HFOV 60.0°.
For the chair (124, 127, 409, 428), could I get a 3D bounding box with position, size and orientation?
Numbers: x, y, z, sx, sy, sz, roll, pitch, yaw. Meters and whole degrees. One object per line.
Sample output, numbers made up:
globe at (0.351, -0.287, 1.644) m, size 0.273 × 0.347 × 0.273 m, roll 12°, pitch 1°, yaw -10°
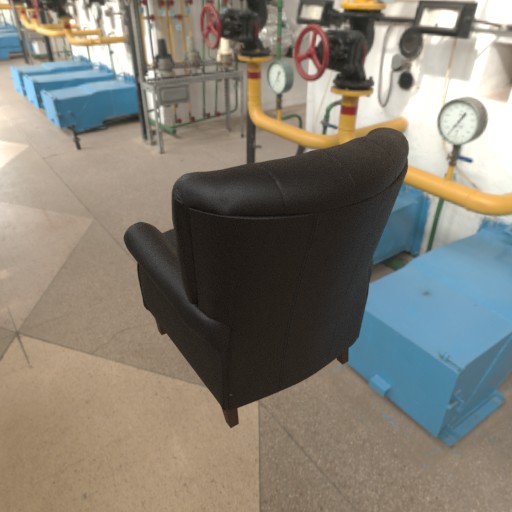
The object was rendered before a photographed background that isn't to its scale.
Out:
chair at (0.000, 0.000, 1.924) m, size 0.948 × 1.158 × 1.058 m, roll -20°, pitch 37°, yaw -29°
